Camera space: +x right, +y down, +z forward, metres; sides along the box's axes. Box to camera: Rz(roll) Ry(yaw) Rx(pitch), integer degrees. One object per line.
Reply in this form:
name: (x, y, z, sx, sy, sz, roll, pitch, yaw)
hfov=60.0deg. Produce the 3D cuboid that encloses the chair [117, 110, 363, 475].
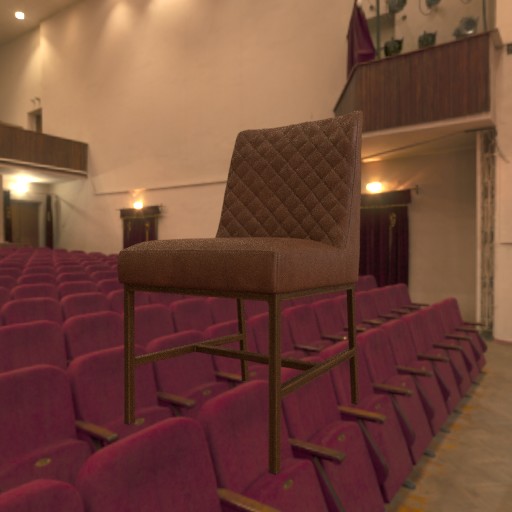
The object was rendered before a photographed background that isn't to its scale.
chair: (0.000, 0.000, 1.261, 0.508, 0.889, 0.587, 0, 1, 35)
